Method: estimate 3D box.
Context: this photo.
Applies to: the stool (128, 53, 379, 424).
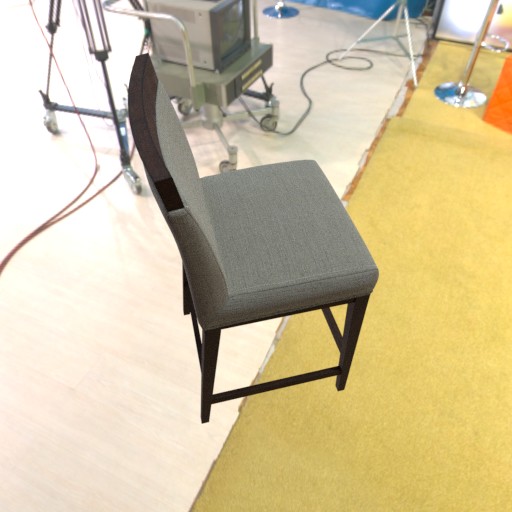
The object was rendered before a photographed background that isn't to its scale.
[{"bbox_3d":[0.000,0.000,1.297,0.531,1.009,0.512,-10,48,-9],"label":"stool"}]
